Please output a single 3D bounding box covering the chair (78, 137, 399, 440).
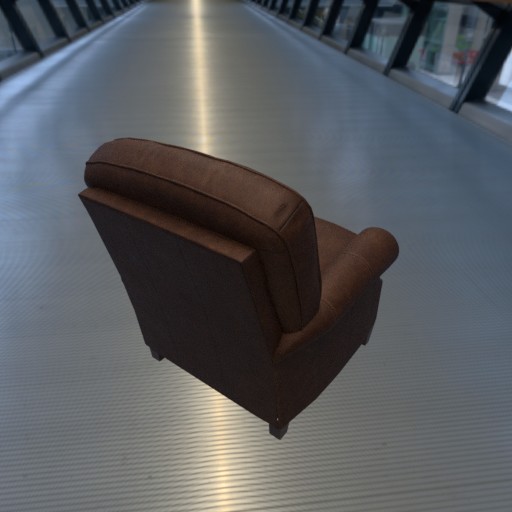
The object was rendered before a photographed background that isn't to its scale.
[{"bbox_3d":[0.000,0.000,1.740,0.936,1.018,0.986,22,37,32],"label":"chair"}]
